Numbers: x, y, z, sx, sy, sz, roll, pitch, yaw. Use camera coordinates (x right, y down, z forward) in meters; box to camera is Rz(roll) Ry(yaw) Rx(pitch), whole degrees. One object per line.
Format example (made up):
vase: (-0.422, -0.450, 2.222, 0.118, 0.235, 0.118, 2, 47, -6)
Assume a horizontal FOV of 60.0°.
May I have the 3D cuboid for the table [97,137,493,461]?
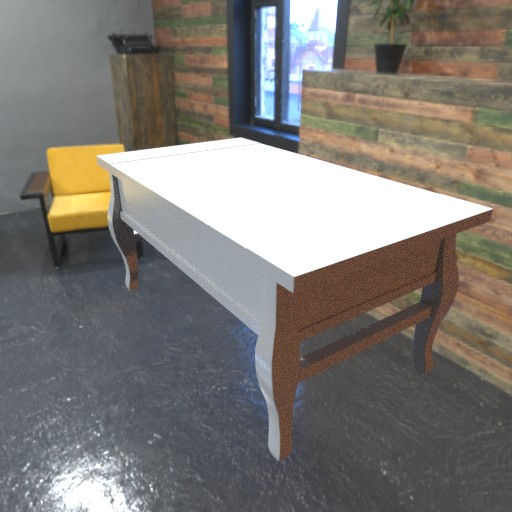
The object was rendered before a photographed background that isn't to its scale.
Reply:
table: (0.000, 0.000, 1.363, 0.600, 0.495, 1.062, -16, 30, -31)
